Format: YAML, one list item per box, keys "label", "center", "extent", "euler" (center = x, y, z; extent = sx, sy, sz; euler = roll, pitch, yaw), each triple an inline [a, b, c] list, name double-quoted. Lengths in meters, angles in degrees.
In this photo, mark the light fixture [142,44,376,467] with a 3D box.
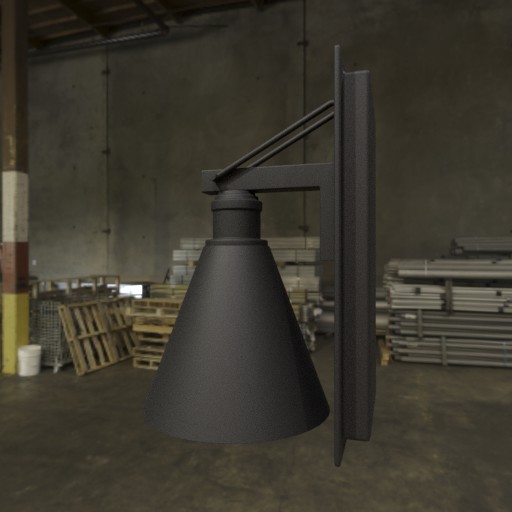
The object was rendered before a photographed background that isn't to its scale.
- label: "light fixture"
  center: [0.000, 0.000, 0.405]
  extent: [0.207, 0.298, 0.170]
  euler: [0, 0, 17]
